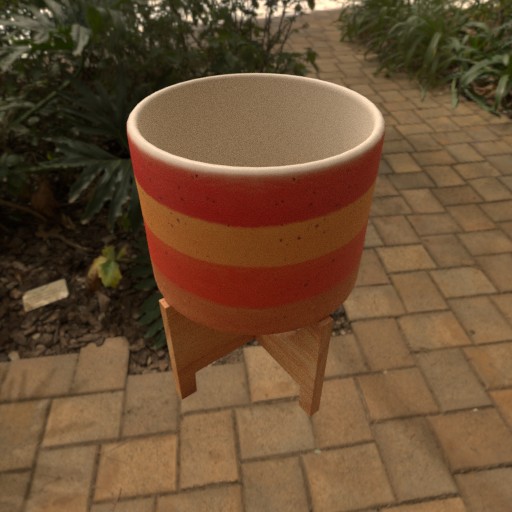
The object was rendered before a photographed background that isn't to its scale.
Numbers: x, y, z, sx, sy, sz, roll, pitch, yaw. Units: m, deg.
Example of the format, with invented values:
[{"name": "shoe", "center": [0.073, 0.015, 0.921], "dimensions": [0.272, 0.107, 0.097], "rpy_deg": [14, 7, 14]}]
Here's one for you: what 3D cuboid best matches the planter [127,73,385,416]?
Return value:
[{"name": "planter", "center": [0.000, 0.000, 0.568], "dimensions": [0.269, 0.379, 0.269], "rpy_deg": [0, 39, 0]}]
